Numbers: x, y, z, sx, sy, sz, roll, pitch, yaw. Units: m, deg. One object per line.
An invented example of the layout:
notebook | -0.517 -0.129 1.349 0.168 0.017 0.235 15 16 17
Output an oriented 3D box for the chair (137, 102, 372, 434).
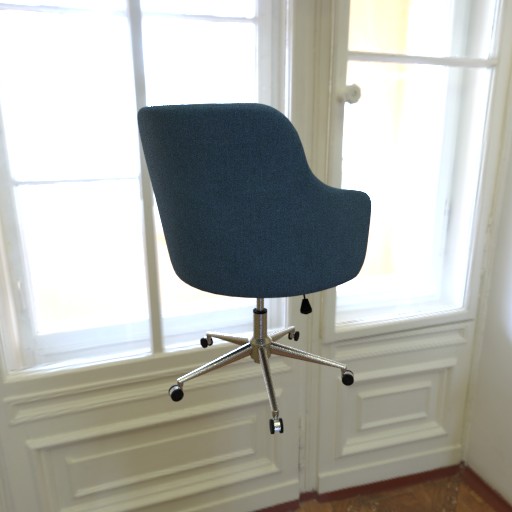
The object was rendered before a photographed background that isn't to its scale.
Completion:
chair | 0.000 0.000 1.297 0.599 0.820 0.655 8 18 27
